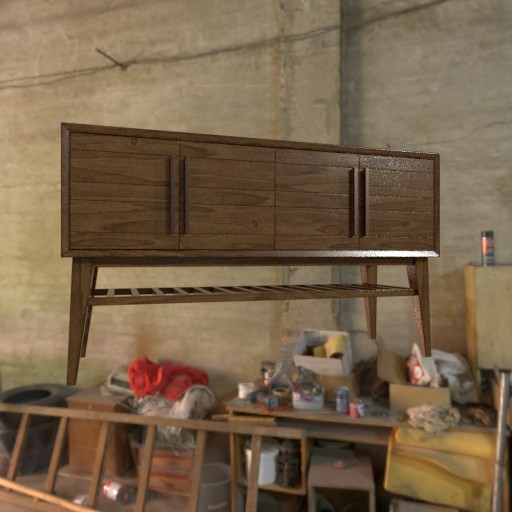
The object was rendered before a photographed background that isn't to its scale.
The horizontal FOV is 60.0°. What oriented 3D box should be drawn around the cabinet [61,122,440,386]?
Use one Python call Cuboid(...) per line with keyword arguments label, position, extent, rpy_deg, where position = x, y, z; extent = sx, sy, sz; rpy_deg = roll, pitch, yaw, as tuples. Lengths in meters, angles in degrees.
Cuboid(label="cabinet", position=(0.000, 0.000, 1.745), extent=(1.363, 0.802, 0.477), rpy_deg=(0, 0, -17))
